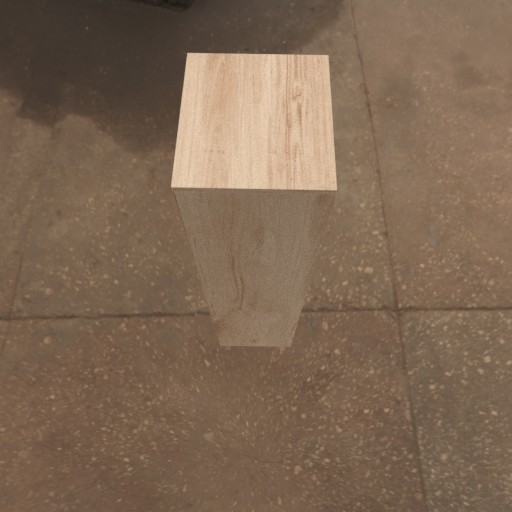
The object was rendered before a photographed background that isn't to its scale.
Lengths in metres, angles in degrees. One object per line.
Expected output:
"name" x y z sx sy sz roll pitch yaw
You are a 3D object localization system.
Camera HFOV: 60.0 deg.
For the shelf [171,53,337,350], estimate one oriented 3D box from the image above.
"shelf" 0.000 0.000 2.194 0.450 1.960 0.510 1 65 1
